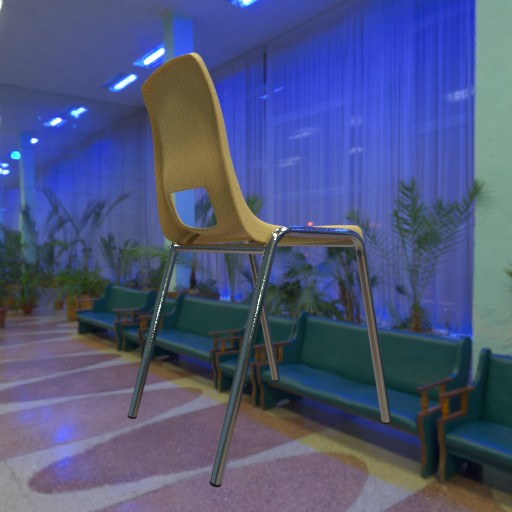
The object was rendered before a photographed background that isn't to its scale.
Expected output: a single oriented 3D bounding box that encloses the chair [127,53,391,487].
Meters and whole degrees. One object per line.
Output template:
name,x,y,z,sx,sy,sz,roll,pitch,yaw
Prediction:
chair,0.000,0.000,0.940,0.436,0.704,0.381,-1,2,-37
